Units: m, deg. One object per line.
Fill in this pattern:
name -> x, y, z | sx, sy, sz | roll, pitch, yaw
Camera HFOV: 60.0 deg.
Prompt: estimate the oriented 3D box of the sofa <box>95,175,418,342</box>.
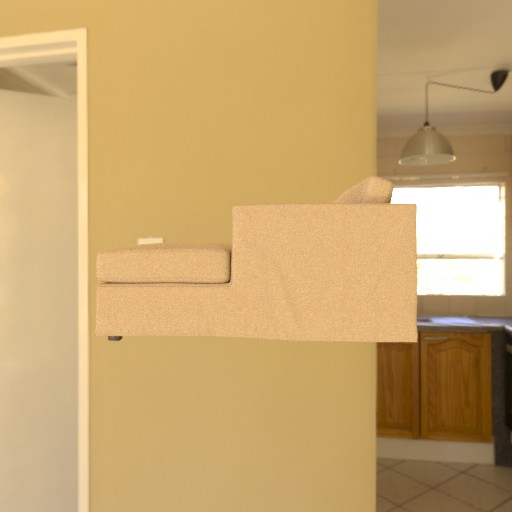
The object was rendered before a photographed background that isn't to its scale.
sofa -> 0.000, 0.000, 3.769 | 1.622, 0.867, 3.177 | 0, 0, 0
